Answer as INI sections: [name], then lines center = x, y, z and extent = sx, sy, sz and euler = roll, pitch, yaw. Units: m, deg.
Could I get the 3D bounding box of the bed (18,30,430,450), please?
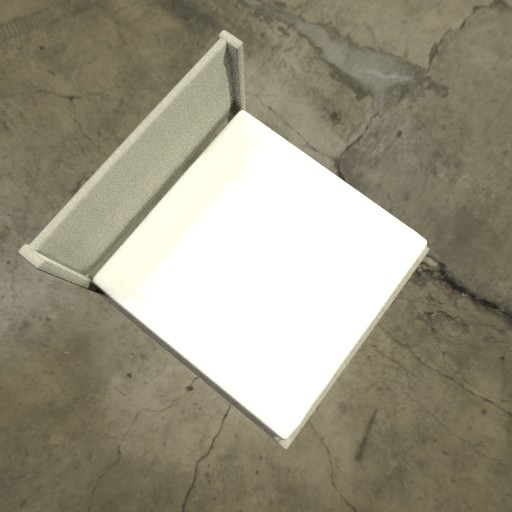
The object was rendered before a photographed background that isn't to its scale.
[bed]
center = 0.000, 0.000, 3.615
extent = 2.280, 1.470, 2.140
euler = 37, 80, 8
